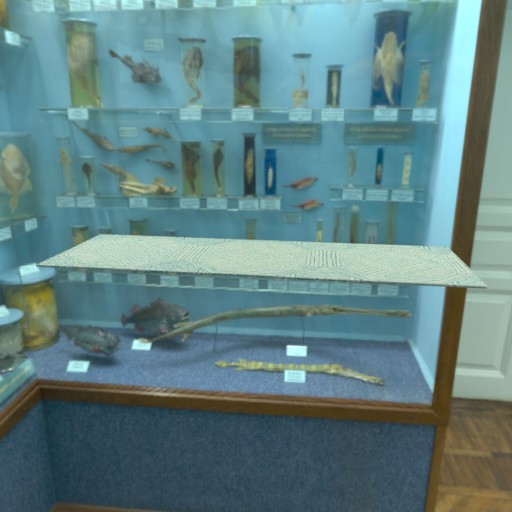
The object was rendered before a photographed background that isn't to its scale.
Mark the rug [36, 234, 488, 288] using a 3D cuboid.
[{"bbox_3d":[0.000,0.000,2.741,2.452,0.012,0.775,2,16,8],"label":"rug"}]
